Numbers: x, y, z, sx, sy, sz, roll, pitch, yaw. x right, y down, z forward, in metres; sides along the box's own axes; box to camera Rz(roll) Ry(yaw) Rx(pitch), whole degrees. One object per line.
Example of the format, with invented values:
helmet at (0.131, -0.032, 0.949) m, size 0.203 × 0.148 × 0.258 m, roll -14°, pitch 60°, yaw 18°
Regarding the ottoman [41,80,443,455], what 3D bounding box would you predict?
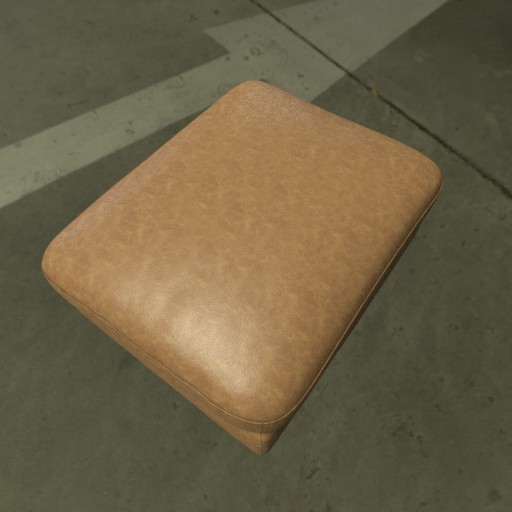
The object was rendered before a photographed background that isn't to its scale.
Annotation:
ottoman at (0.000, 0.000, 1.091) m, size 0.593 × 0.478 × 0.747 m, roll 31°, pitch 63°, yaw 18°
